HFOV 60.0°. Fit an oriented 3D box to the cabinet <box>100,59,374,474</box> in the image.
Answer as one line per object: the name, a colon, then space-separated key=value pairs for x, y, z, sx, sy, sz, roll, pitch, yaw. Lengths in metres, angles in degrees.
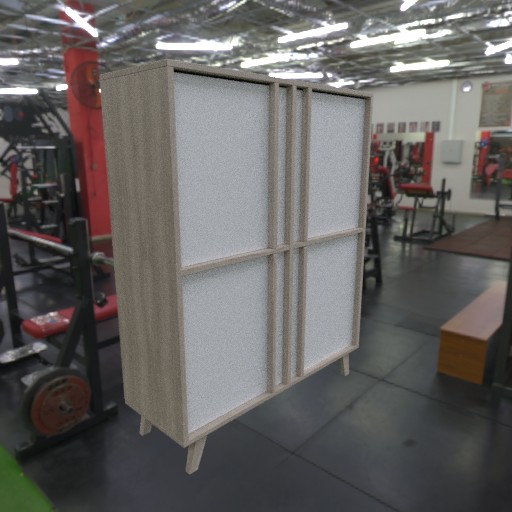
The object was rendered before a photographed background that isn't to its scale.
cabinet: x=0.000 y=0.000 z=1.914 sx=0.398 sy=1.388 sz=1.111 roll=13 pitch=19 yaw=43
